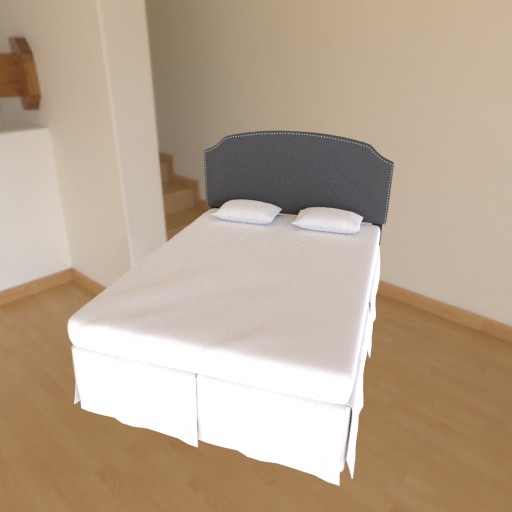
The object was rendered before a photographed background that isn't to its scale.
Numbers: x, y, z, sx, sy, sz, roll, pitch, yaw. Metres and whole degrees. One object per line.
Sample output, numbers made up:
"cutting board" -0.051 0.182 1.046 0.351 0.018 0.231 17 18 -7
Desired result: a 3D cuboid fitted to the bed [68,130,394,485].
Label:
"bed" 0.000 0.000 2.841 1.558 1.270 1.999 8 26 16
